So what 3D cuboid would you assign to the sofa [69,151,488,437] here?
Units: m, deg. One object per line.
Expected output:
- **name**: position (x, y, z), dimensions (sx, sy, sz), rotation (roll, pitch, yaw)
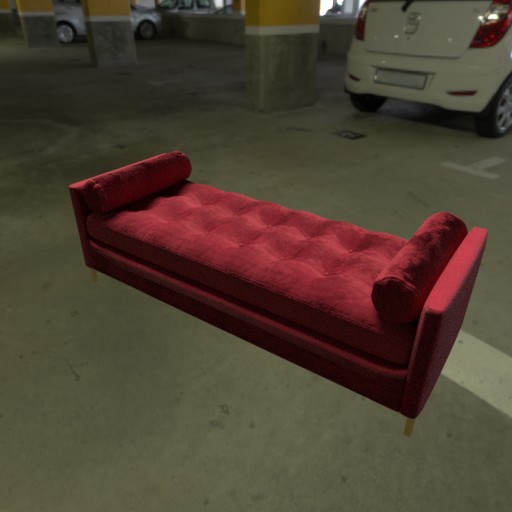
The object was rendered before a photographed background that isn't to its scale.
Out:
- **sofa**: position (0.000, 0.000, 2.420), dimensions (2.102, 0.705, 0.796), rotation (19, 35, 30)
